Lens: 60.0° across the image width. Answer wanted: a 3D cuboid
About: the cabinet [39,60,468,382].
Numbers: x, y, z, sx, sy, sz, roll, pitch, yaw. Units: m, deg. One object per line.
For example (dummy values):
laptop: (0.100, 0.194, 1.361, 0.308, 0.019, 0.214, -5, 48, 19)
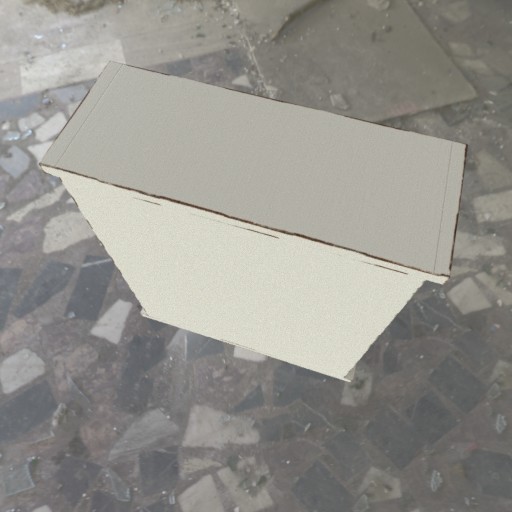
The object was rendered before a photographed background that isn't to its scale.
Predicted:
cabinet: (0.000, 0.000, 0.865, 0.541, 0.603, 0.210, 16, 64, 8)
